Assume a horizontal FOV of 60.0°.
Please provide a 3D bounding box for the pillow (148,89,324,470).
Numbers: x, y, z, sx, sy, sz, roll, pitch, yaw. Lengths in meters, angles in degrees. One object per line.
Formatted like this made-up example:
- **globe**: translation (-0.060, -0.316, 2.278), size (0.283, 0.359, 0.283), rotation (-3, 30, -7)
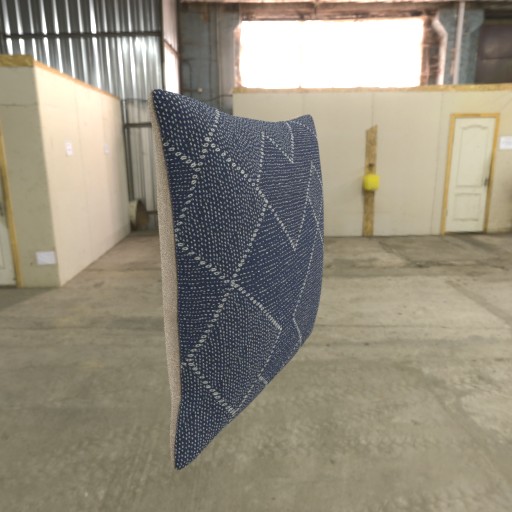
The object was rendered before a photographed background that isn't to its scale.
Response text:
- **pillow**: translation (0.000, 0.000, 0.662), size (0.148, 0.428, 0.435), rotation (7, 16, 26)
